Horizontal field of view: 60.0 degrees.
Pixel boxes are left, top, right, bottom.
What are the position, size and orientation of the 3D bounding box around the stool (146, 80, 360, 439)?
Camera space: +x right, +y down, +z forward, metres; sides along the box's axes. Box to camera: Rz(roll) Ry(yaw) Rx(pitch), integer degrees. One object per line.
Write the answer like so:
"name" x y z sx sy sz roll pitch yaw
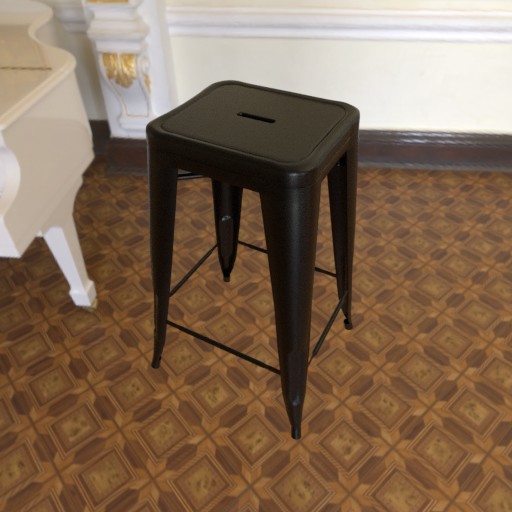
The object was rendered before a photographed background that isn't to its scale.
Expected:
"stool" 0.000 0.000 0.923 0.455 0.609 0.423 11 43 13
